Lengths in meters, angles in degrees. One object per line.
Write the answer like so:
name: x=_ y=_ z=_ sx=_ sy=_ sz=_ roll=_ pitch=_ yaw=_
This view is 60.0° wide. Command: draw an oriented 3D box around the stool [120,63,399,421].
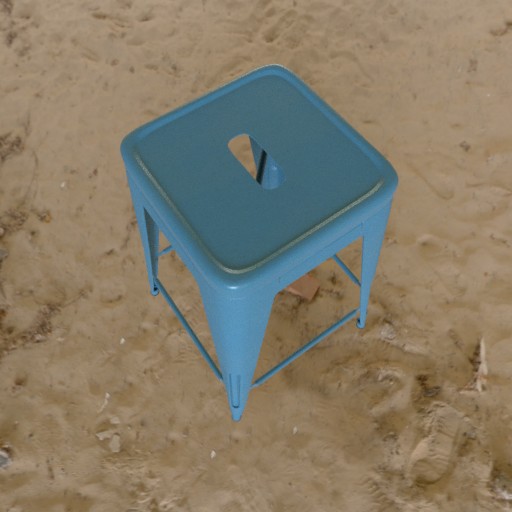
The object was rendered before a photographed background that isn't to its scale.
stool: x=0.000 y=0.000 z=0.895 sx=0.410 sy=0.608 sz=0.410 roll=-32 pitch=68 yaw=-15
